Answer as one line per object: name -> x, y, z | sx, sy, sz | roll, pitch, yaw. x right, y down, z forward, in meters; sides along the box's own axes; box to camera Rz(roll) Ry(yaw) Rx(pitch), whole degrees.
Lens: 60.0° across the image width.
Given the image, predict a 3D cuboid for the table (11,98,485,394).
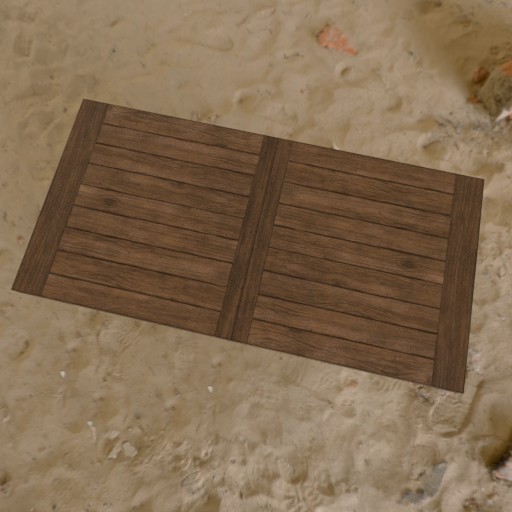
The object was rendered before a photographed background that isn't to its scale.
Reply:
table -> 0.000, 0.000, 2.264 | 1.867, 0.757, 0.931 | 12, 75, 3
